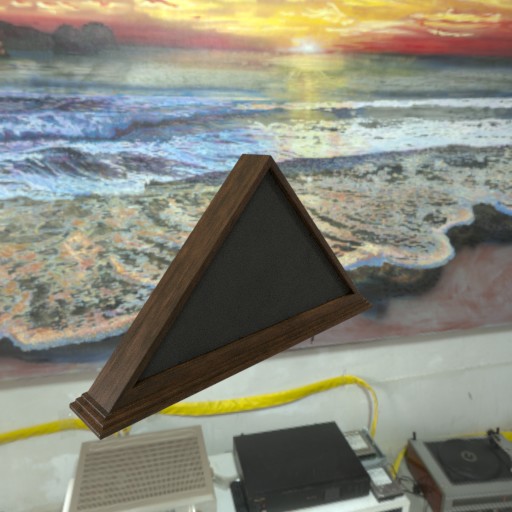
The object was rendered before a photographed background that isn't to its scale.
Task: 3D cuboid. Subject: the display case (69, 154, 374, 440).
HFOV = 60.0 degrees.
[{"bbox_3d":[0.000,0.000,0.761,0.640,0.340,0.095,-14,21,-42],"label":"display case"}]
